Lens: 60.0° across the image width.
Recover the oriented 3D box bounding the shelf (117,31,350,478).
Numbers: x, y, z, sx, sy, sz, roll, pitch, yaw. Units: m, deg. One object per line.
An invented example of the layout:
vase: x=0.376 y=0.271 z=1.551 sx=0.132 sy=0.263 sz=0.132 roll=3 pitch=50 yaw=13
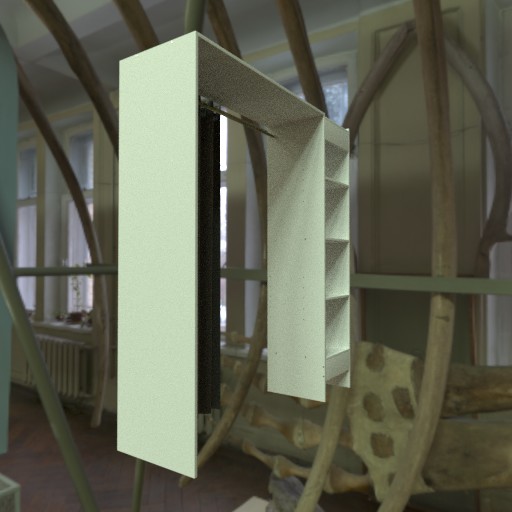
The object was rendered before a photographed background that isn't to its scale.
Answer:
shelf: x=0.000 y=0.000 z=2.589 sx=0.500 sy=1.810 sz=1.600 roll=-1 pitch=-1 yaw=34
